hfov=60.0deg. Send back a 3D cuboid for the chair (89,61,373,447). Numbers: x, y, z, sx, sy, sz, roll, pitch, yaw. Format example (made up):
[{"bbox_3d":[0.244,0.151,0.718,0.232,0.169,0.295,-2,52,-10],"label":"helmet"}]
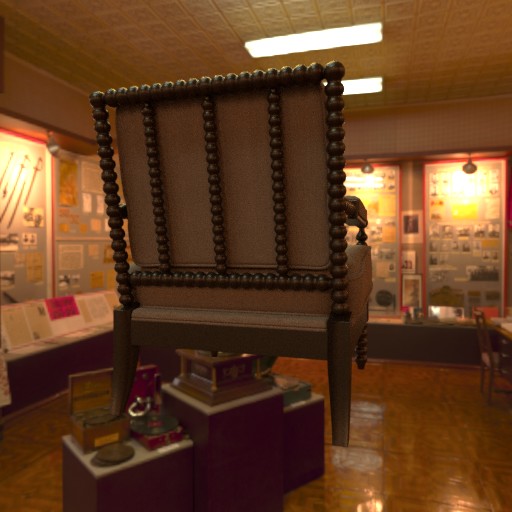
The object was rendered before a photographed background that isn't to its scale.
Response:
[{"bbox_3d":[0.000,0.000,1.084,0.540,0.661,0.622,0,1,18],"label":"chair"}]
